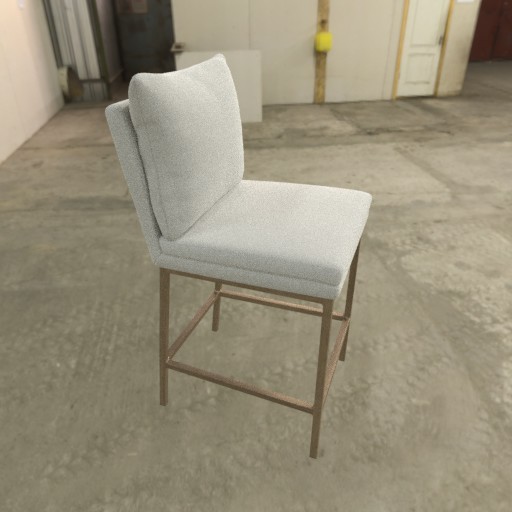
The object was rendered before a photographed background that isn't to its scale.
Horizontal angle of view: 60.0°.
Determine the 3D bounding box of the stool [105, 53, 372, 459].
[{"bbox_3d":[0.000,0.000,1.292,0.572,1.032,0.463,11,32,18],"label":"stool"}]
